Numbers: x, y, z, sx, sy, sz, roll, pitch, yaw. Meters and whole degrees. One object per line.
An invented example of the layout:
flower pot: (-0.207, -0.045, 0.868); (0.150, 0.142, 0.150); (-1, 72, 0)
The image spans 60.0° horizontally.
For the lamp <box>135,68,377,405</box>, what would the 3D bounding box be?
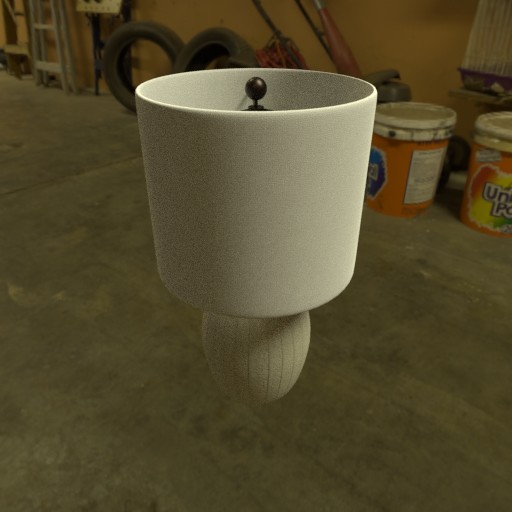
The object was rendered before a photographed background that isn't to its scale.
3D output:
lamp: (0.000, 0.000, 0.753); (0.329, 0.570, 0.329); (-2, 31, -3)
